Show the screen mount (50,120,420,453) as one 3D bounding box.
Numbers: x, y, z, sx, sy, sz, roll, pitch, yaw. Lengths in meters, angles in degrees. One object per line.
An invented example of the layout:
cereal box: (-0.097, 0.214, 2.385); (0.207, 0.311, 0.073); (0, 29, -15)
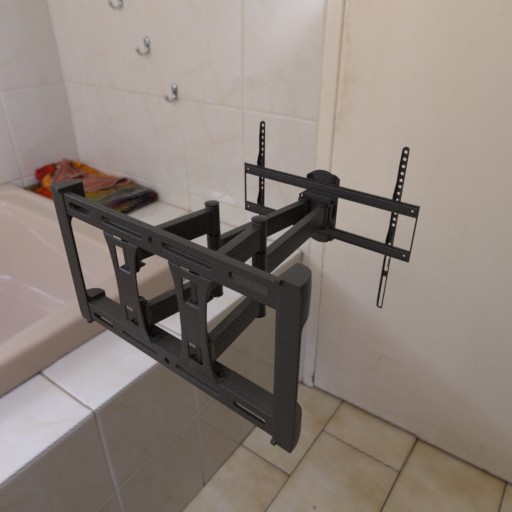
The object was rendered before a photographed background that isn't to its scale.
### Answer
screen mount: (0.000, 0.000, 0.964); (0.571, 0.424, 0.556); (21, 36, 32)
